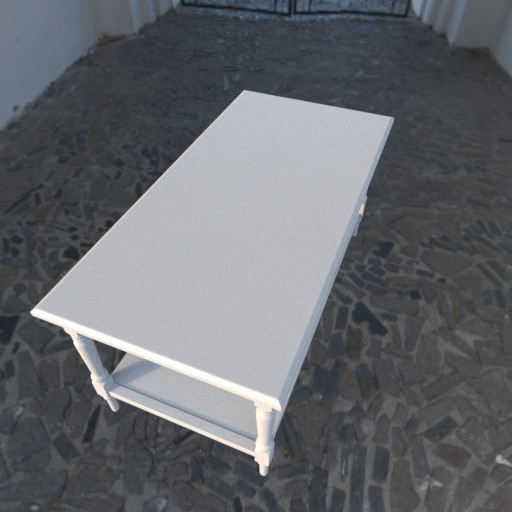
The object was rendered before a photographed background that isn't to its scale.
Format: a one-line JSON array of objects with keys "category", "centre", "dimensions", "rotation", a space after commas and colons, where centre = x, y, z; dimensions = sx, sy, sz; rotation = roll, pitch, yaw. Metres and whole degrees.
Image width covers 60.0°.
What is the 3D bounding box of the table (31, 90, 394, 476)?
[{"category": "table", "centre": [0.000, 0.000, 1.376], "dimensions": [0.551, 0.506, 1.109], "rotation": [16, 47, 16]}]
